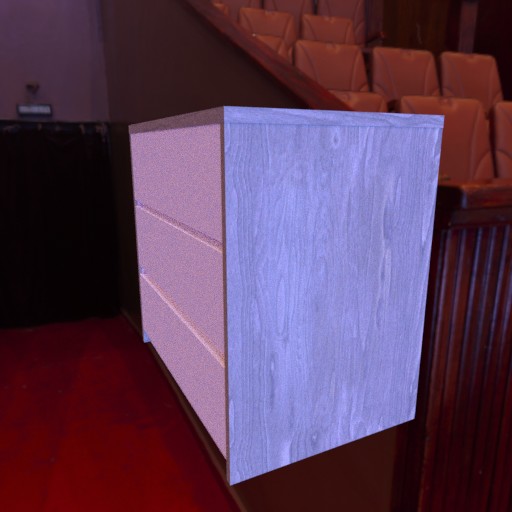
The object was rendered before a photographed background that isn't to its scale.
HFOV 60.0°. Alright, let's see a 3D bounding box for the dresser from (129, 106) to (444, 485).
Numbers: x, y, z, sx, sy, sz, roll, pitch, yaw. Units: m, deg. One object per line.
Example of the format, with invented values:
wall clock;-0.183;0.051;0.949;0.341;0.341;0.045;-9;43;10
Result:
dresser;0.000;0.000;1.310;0.529;0.762;0.809;-7;16;-26
